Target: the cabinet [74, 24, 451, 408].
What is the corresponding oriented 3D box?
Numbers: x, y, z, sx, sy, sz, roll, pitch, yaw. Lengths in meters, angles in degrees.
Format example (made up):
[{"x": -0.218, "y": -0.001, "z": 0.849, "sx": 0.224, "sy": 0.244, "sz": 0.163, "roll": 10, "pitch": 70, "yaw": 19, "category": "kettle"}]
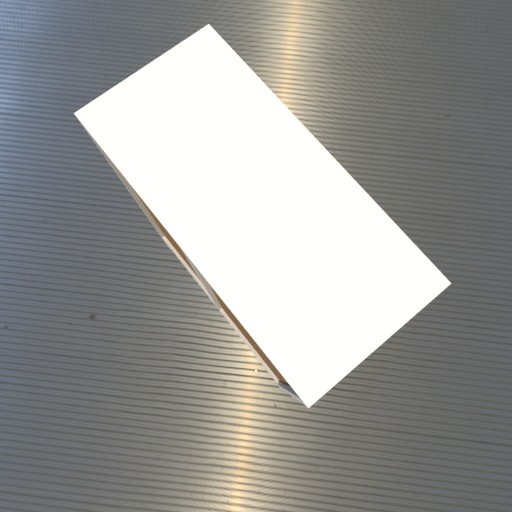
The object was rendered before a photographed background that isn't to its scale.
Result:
[{"x": 0.000, "y": 0.000, "z": 1.098, "sx": 0.296, "sy": 0.815, "sz": 0.600, "roll": -38, "pitch": 79, "yaw": -9, "category": "cabinet"}]
